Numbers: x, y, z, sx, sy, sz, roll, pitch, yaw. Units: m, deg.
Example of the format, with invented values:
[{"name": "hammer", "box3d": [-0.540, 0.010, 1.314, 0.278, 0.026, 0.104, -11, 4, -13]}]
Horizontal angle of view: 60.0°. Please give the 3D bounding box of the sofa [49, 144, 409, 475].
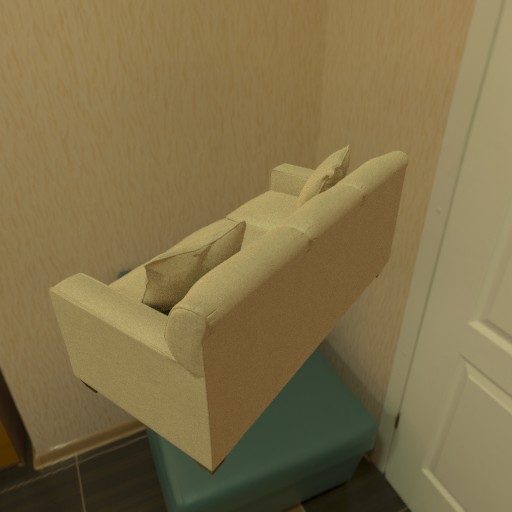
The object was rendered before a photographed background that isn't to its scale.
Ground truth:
[{"name": "sofa", "box3d": [0.000, 0.000, 2.564, 0.997, 0.958, 2.024, 20, 37, 29]}]
